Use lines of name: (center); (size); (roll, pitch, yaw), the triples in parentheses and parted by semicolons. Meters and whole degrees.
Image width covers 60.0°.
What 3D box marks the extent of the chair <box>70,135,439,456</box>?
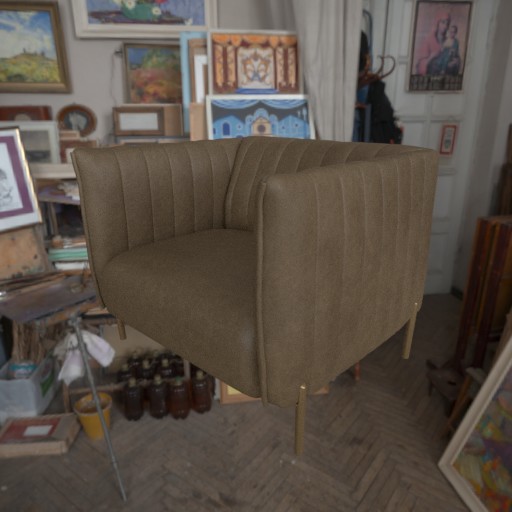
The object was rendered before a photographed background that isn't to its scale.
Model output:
chair: (0.000, 0.000, 1.602); (0.981, 0.779, 0.876); (17, 25, 41)
